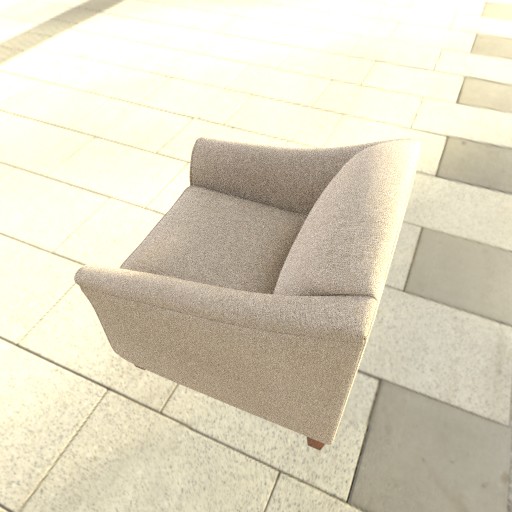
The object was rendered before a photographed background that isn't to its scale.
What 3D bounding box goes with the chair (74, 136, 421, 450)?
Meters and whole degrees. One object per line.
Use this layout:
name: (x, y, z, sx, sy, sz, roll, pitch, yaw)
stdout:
chair: (0.000, 0.000, 1.418, 0.787, 0.839, 0.763, 17, 49, 15)
